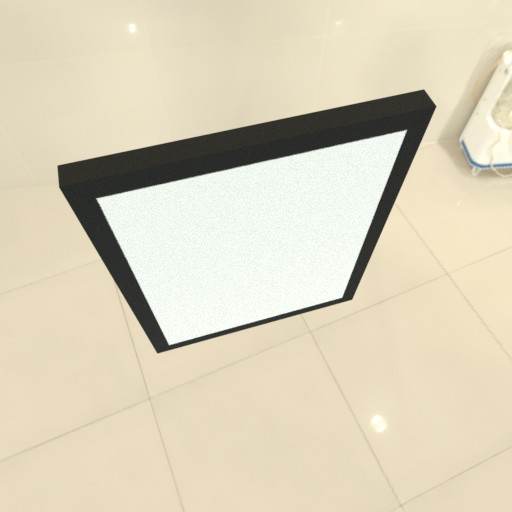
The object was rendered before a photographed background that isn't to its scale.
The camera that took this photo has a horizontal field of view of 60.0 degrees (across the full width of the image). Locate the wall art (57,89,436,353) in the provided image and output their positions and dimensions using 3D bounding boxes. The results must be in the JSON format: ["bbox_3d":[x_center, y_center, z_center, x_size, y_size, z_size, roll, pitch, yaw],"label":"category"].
[{"bbox_3d":[0.000,0.000,0.551,0.329,0.404,0.024,-14,60,-8],"label":"wall art"}]
